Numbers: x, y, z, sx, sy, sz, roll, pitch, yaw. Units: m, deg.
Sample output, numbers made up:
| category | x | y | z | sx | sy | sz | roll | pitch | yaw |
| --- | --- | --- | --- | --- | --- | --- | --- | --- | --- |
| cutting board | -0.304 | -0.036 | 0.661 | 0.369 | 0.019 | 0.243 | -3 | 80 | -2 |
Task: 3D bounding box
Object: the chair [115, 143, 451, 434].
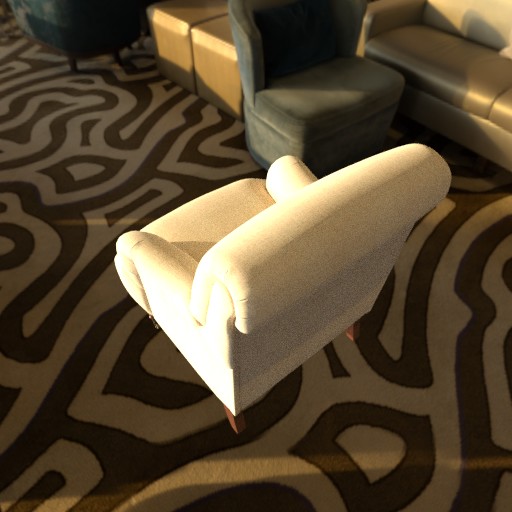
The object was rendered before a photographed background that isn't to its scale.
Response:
| category | x | y | z | sx | sy | sz | roll | pitch | yaw |
| --- | --- | --- | --- | --- | --- | --- | --- | --- | --- |
| chair | 0.000 | 0.000 | 1.547 | 0.766 | 0.944 | 0.842 | -31 | 54 | -26 |
